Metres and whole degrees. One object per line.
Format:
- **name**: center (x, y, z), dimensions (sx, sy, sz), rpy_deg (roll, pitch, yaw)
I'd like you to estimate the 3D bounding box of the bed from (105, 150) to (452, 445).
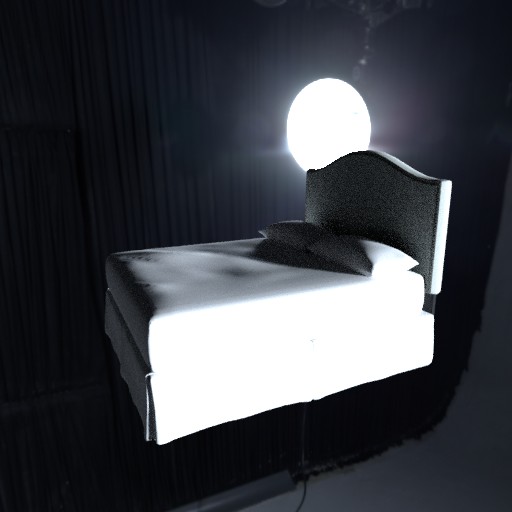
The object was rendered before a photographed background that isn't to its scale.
- **bed**: center (0.000, 0.000, 3.479), dimensions (2.180, 1.607, 1.813), rpy_deg (-7, 16, -25)
